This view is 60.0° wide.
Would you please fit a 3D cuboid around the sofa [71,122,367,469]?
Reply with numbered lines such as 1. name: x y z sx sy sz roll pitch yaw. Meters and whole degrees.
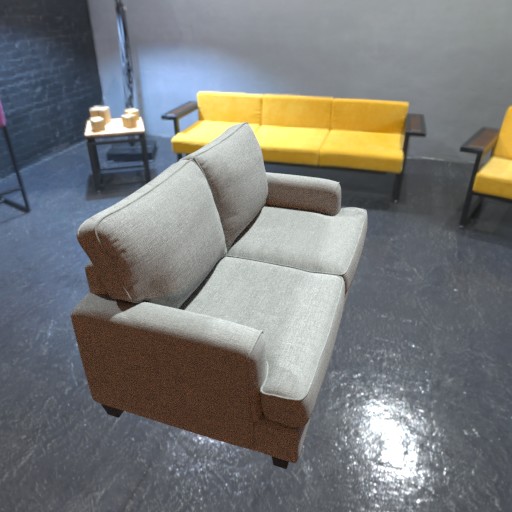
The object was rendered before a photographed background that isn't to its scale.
1. sofa: 0.000 0.000 2.245 0.965 0.965 1.651 10 32 17
